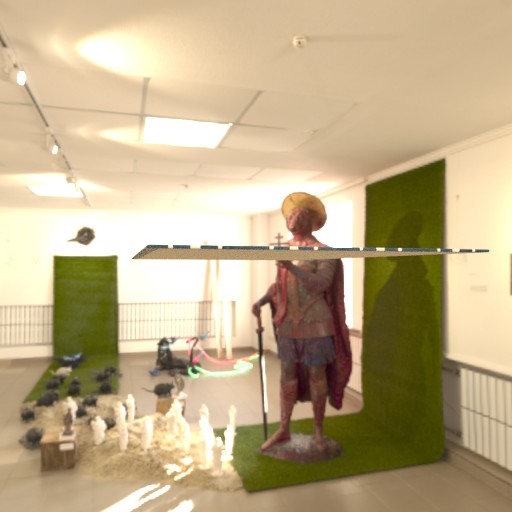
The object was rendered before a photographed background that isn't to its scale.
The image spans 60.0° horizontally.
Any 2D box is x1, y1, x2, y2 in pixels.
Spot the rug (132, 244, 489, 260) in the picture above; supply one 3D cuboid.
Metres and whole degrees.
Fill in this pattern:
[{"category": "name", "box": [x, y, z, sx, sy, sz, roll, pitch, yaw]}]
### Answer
[{"category": "rug", "box": [0.000, 0.000, 2.187, 1.143, 0.010, 1.753, 0, -2, -17]}]
